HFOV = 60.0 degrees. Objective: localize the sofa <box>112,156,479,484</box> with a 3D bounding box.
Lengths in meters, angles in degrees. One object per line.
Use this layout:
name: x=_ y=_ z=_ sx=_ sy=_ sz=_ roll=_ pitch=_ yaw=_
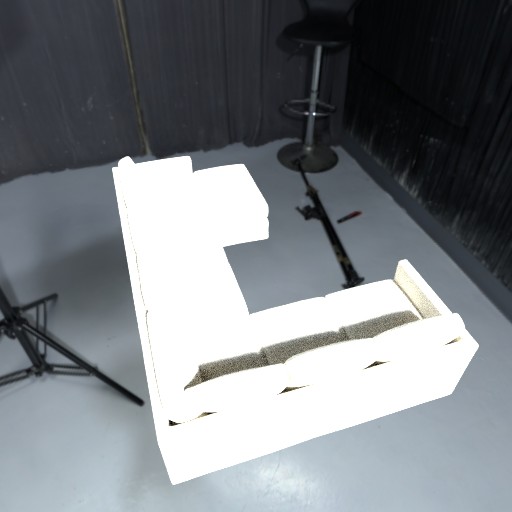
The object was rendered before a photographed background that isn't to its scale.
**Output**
sofa: x=0.000 y=0.000 z=4.428 sx=2.427 sy=0.882 sz=3.460 roll=-12 pitch=44 yaw=-13
